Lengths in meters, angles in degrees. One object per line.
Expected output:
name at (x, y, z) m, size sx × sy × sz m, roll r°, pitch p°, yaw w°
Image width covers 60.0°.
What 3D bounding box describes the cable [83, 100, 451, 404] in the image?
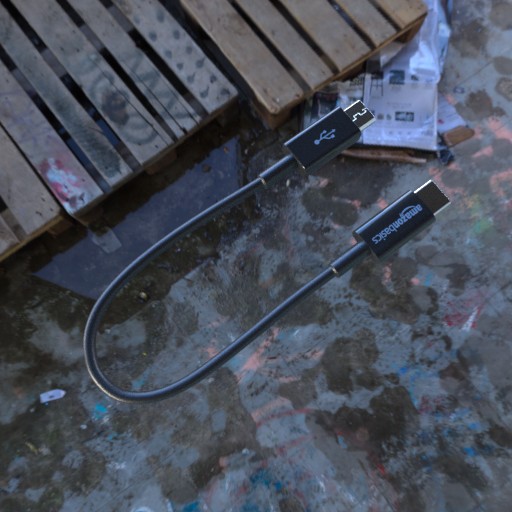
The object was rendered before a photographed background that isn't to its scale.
cable at (0.000, 0.000, 0.112) m, size 0.098 × 0.006 × 0.040 m, roll -36°, pitch 79°, yaw -8°
